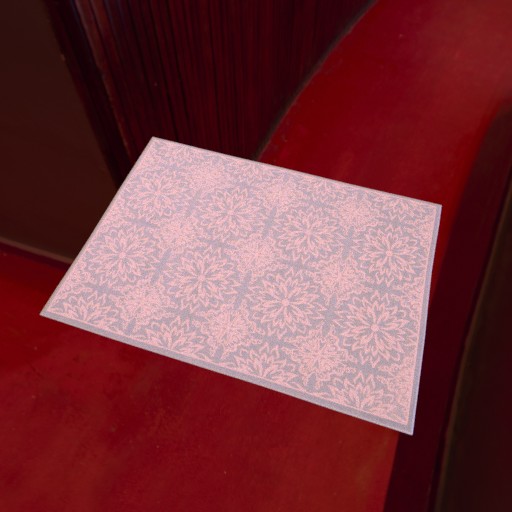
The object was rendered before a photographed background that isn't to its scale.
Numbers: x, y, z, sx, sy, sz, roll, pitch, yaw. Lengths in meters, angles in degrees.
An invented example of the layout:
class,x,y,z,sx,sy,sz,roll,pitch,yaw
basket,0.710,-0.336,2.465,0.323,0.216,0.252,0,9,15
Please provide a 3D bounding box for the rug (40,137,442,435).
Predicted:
class,x,y,z,sx,sy,sz,roll,pitch,yaw
rug,0.000,0.000,2.865,2.205,0.014,1.589,15,59,9
